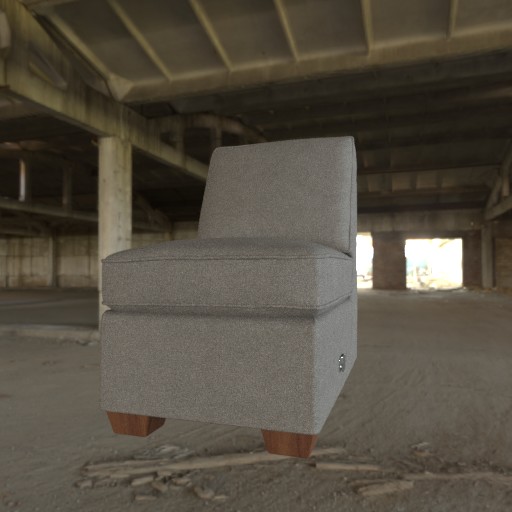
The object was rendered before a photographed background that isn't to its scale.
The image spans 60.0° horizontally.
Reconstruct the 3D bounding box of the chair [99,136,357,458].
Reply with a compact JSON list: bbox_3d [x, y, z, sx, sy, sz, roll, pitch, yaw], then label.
[{"bbox_3d":[0.000,0.000,1.519,0.621,0.970,0.938,0,-2,18],"label":"chair"}]
